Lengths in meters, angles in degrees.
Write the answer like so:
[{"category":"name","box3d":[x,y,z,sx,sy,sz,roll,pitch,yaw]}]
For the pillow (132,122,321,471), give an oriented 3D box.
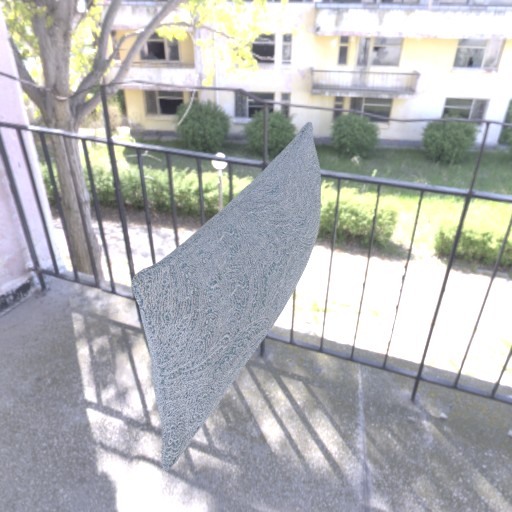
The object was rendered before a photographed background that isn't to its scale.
[{"category":"pillow","box3d":[0.000,0.000,0.729,0.151,0.295,0.615,11,33,18]}]
